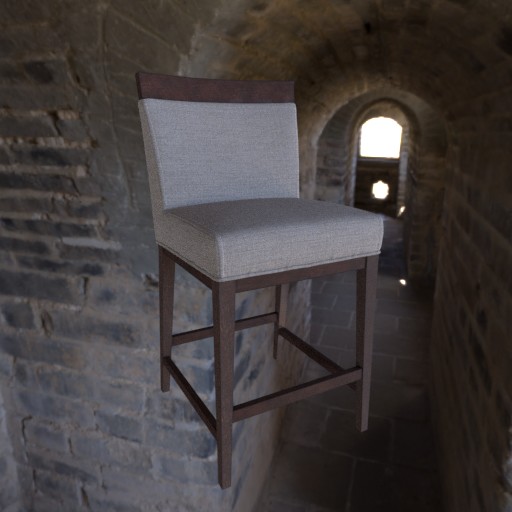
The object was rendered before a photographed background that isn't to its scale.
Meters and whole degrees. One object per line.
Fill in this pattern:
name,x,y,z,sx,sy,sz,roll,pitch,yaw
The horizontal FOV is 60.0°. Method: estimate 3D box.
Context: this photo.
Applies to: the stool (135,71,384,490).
stool,0.000,0.000,1.287,0.512,1.009,0.531,-9,18,-28
